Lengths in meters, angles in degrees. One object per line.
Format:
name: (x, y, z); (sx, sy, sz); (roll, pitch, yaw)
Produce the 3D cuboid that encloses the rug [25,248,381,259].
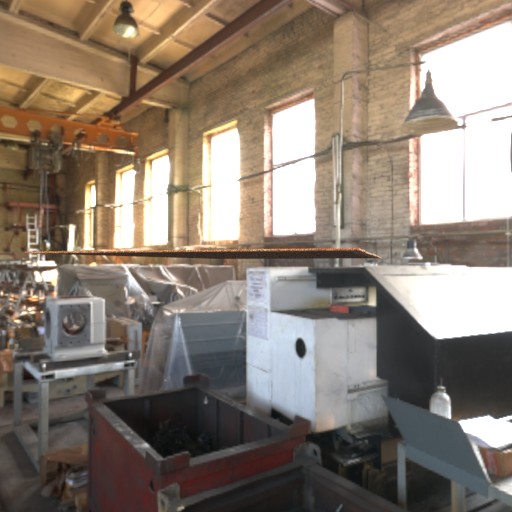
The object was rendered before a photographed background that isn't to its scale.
rug: (0.000, 0.000, 2.200); (1.143, 0.006, 1.747); (0, -1, 18)
